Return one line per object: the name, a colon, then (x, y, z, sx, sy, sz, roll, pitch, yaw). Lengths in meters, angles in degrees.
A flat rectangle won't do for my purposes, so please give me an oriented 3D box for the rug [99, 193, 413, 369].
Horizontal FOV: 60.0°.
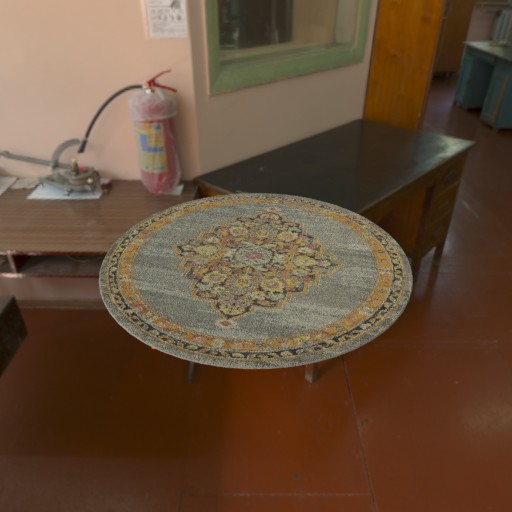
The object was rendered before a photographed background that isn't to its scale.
rug: (0.000, 0.000, 2.356, 1.598, 0.010, 1.598, 0, 32, 0)
